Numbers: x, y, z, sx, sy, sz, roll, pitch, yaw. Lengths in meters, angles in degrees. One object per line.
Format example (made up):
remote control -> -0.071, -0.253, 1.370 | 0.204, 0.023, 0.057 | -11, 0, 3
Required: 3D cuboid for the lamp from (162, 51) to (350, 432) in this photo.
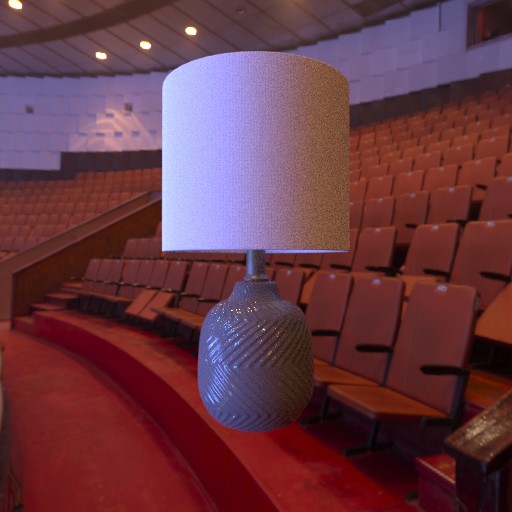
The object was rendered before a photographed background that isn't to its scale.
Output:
lamp -> 0.000, 0.000, 0.499 | 0.207, 0.366, 0.207 | 0, -1, -19
